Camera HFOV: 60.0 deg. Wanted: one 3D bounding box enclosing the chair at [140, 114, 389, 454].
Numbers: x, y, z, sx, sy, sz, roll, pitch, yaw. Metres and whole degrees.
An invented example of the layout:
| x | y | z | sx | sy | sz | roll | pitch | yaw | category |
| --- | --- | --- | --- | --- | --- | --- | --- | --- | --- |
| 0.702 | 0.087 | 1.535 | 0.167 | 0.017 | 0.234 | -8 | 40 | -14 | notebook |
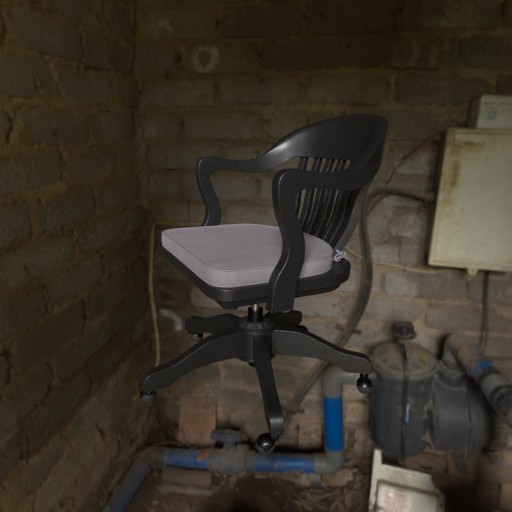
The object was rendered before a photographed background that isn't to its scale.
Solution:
| x | y | z | sx | sy | sz | roll | pitch | yaw | category |
| --- | --- | --- | --- | --- | --- | --- | --- | --- | --- |
| 0.000 | 0.000 | 1.419 | 0.788 | 0.878 | 0.750 | -8 | 18 | -25 | chair |
